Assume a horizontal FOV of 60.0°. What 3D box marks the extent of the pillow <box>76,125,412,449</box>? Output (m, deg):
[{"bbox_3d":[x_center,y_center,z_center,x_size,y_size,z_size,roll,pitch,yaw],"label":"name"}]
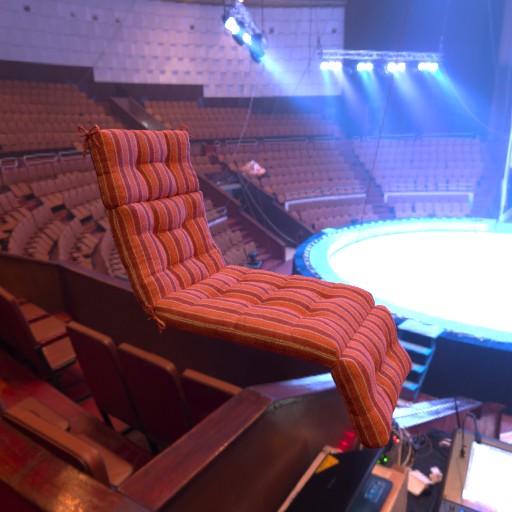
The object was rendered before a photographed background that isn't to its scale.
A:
[{"bbox_3d":[0.000,0.000,1.488,1.016,0.863,0.526,7,17,26],"label":"pillow"}]
